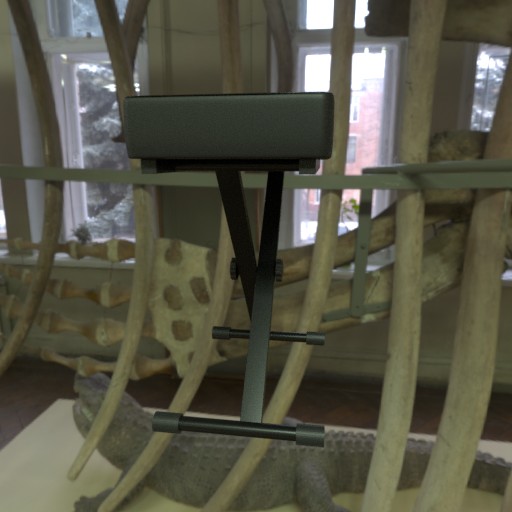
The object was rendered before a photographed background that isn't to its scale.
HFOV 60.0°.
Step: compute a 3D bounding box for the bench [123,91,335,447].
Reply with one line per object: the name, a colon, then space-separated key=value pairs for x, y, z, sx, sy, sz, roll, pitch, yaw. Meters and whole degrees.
bench: x=0.000 y=0.000 z=0.928 sx=0.300 sy=0.561 sz=0.600 roll=2 pitch=12 yaw=8
